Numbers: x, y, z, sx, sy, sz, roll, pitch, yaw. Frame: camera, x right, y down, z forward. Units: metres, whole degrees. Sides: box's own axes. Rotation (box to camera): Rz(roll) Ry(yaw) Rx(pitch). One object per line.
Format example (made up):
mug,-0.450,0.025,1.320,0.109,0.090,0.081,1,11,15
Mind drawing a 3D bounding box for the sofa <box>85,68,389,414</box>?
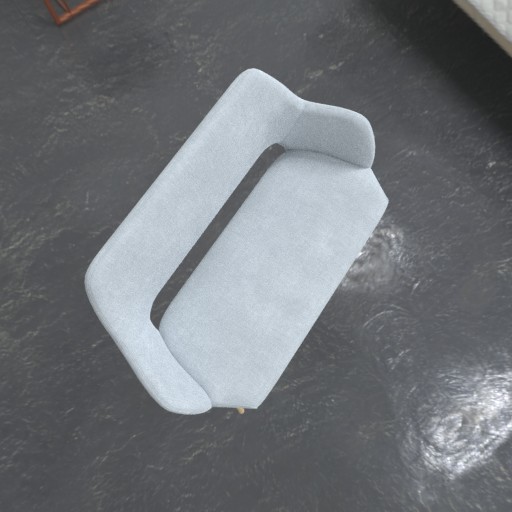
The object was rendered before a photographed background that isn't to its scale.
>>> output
sofa,0.000,0.000,1.622,0.610,0.840,1.150,33,78,8
